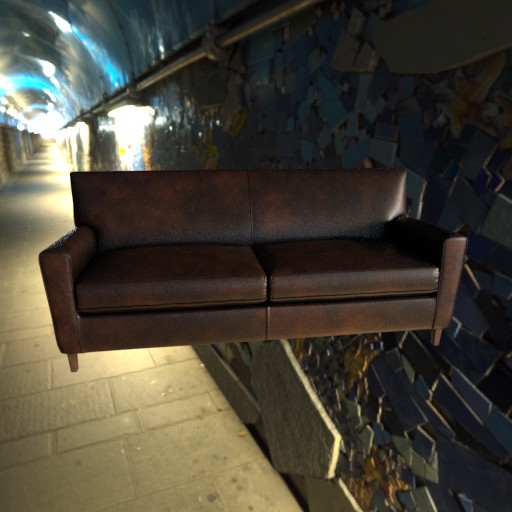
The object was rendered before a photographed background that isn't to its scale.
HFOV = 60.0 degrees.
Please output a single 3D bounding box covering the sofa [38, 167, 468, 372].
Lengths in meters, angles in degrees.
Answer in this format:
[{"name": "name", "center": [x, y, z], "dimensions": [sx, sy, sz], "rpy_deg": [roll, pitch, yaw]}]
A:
[{"name": "sofa", "center": [0.000, 0.000, 2.396], "dimensions": [1.995, 0.871, 0.786], "rpy_deg": [-2, 16, -8]}]
